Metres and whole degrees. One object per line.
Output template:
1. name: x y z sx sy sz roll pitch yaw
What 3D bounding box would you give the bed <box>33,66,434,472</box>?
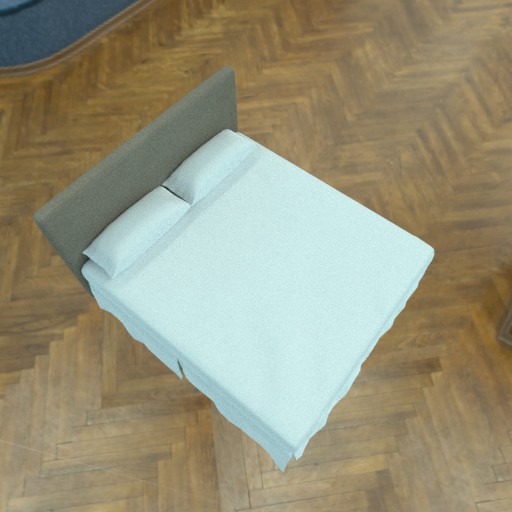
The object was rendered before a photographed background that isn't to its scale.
1. bed: 0.000 0.000 3.572 2.341 1.317 2.119 35 66 18
